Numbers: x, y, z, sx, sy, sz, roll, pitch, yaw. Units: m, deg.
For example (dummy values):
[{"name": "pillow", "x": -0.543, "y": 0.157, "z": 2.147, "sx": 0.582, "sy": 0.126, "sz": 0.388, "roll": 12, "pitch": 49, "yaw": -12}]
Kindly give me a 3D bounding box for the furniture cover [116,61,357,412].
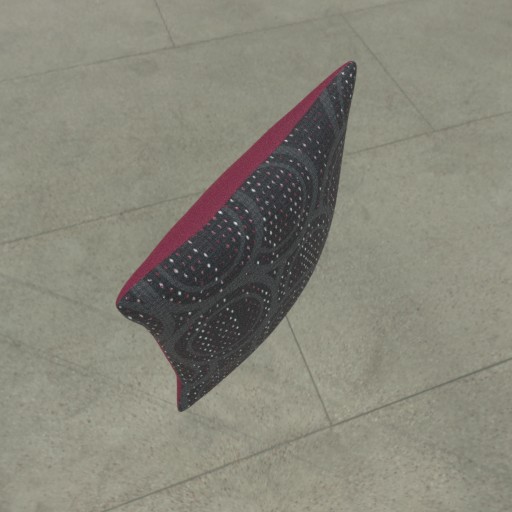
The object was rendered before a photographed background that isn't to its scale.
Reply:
[{"name": "furniture cover", "x": 0.000, "y": 0.000, "z": 0.826, "sx": 0.193, "sy": 0.509, "sz": 0.552, "roll": 31, "pitch": 63, "yaw": 18}]
